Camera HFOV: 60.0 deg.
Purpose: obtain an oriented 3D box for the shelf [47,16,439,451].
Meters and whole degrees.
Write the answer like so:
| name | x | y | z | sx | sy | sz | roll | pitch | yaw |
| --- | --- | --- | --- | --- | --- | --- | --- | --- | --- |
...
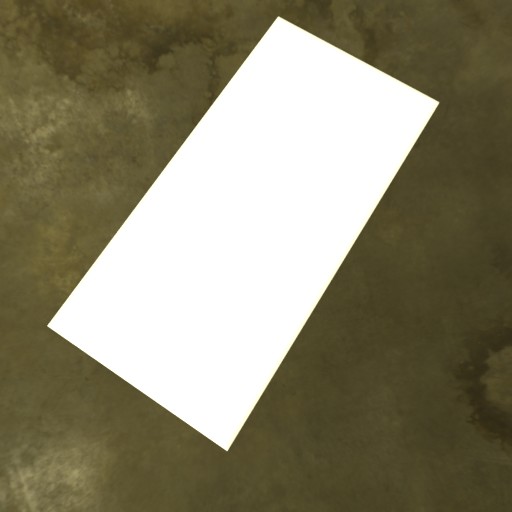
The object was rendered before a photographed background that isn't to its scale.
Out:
| name | x | y | z | sx | sy | sz | roll | pitch | yaw |
| --- | --- | --- | --- | --- | --- | --- | --- | --- | --- |
| shelf | 0.000 | 0.000 | 1.237 | 0.390 | 0.786 | 0.790 | 32 | 78 | 7 |
